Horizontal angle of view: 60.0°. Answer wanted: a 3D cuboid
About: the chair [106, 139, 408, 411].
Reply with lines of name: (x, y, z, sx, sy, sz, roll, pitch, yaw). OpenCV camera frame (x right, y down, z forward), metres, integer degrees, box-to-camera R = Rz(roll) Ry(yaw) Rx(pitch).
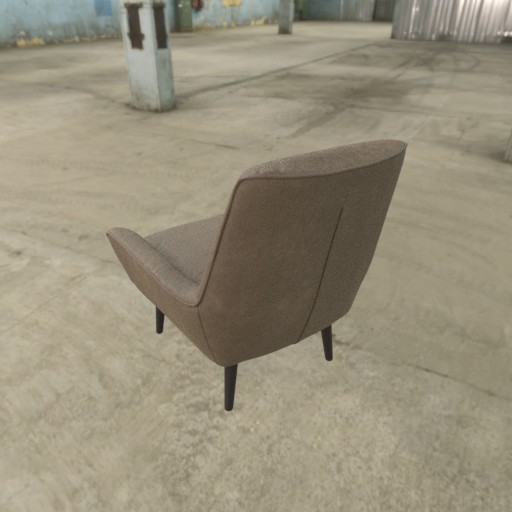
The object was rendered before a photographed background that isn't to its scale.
chair: (0.000, 0.000, 1.508, 0.787, 0.888, 0.824, -18, 34, -28)
